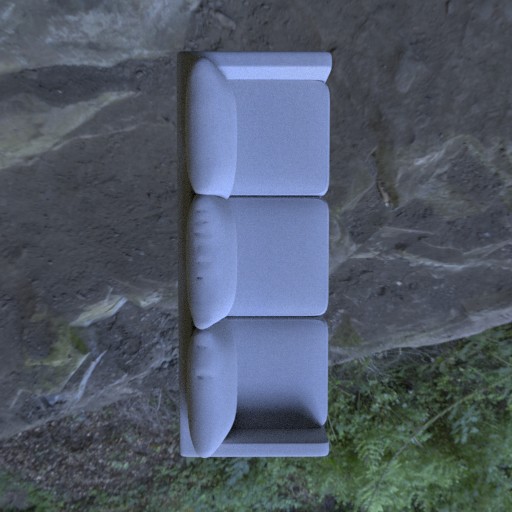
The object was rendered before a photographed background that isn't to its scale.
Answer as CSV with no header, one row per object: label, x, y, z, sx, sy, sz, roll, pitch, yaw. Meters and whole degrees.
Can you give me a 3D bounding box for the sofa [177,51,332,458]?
sofa,0.000,0.000,2.632,0.859,0.874,2.218,0,92,0
